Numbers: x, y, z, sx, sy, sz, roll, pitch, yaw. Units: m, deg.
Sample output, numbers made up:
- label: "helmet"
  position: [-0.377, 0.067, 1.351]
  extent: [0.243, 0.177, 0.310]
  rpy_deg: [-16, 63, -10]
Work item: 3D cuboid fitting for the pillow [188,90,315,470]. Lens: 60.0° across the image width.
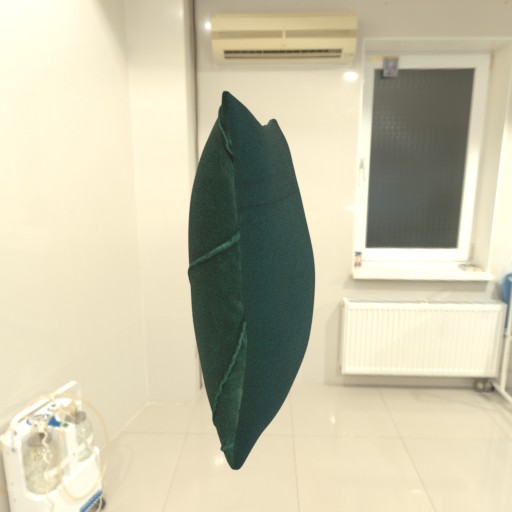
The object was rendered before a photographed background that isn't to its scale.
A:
- label: "pillow"
  position: [0.000, 0.000, 0.687]
  extent: [0.184, 0.440, 0.439]
  rpy_deg: [2, 13, 9]
